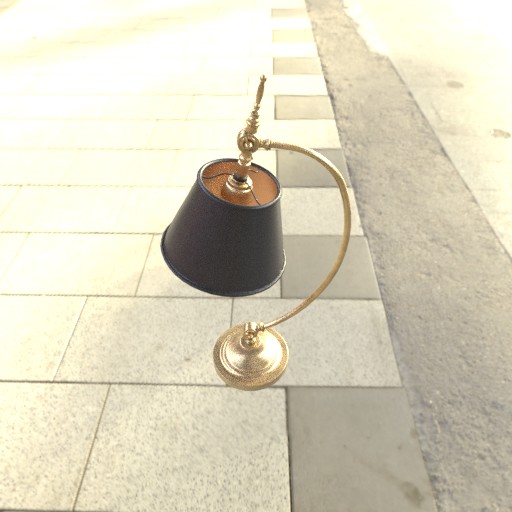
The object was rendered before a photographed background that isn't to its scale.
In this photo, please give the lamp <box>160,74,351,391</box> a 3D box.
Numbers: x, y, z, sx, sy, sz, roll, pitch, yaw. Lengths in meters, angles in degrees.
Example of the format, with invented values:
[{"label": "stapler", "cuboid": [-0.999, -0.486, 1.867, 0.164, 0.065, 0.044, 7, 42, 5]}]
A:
[{"label": "lamp", "cuboid": [0.000, 0.000, 0.836, 0.344, 0.675, 0.235, -1, 43, -1]}]
